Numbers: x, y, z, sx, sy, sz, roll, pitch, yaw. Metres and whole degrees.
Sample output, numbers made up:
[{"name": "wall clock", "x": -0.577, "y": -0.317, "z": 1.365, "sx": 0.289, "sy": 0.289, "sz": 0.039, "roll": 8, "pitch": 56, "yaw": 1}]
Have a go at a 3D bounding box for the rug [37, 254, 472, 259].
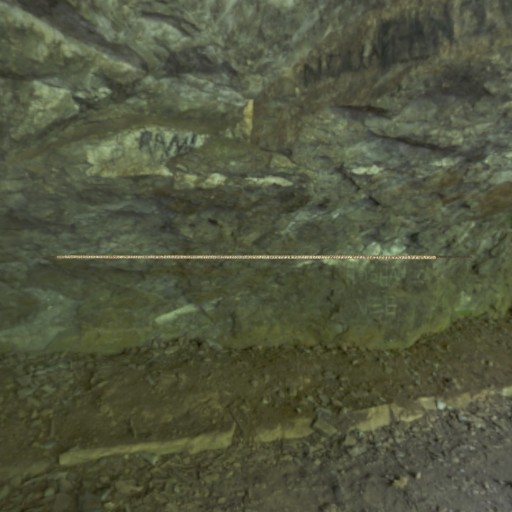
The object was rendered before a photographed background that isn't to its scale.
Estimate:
[{"name": "rug", "x": 0.000, "y": 0.000, "z": 2.064, "sx": 1.718, "sy": 0.017, "sz": 0.905, "roll": 0, "pitch": 0, "yaw": 18}]
